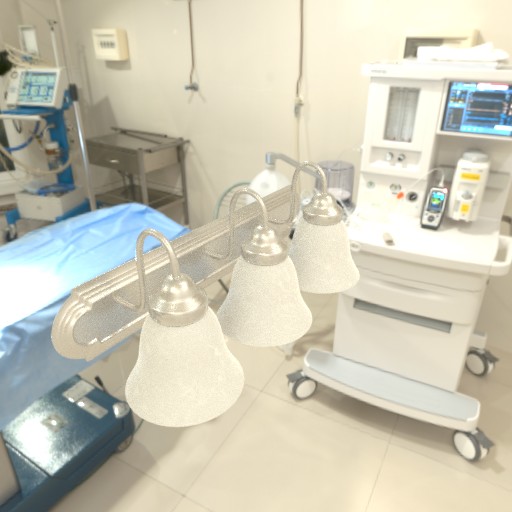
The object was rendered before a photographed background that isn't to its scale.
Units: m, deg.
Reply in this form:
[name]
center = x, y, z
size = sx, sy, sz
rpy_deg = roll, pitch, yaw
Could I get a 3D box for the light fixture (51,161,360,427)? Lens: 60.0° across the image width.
[light fixture]
center = 0.000, 0.000, 0.719
size = 0.199, 0.222, 0.610
rpy_deg = 18, 32, 31
